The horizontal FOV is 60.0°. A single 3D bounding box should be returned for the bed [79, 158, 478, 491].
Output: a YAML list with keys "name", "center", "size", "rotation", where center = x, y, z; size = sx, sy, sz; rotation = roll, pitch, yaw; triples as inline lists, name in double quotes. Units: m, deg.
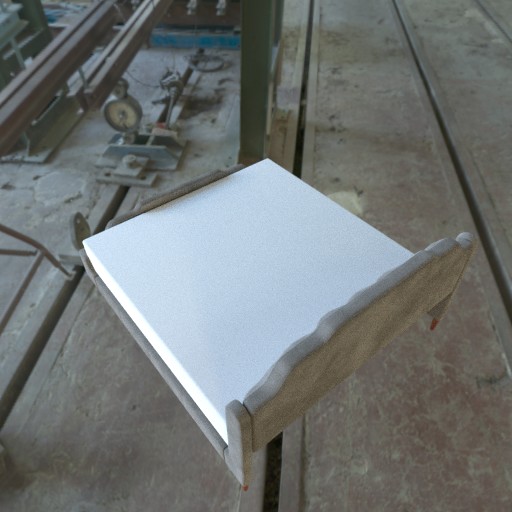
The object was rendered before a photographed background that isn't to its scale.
- name: "bed"
  center: [0.000, 0.000, 3.496]
  size: [2.074, 1.245, 2.340]
  rotation: [-29, 52, -27]
